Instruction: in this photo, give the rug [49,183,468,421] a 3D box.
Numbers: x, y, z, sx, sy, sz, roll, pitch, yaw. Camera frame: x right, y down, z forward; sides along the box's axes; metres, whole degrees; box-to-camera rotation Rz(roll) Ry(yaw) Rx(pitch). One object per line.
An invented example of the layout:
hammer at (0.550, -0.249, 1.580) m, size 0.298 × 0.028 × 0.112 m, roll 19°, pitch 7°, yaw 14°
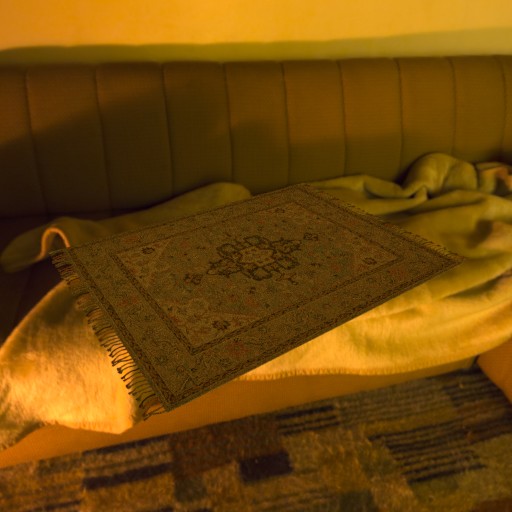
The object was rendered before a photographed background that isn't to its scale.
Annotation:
rug at (0.000, 0.000, 3.449) m, size 2.651 × 0.010 × 1.971 m, roll -20°, pitch 36°, yaw -30°
